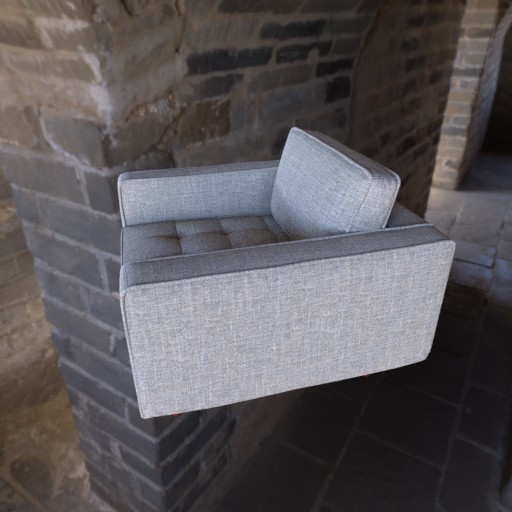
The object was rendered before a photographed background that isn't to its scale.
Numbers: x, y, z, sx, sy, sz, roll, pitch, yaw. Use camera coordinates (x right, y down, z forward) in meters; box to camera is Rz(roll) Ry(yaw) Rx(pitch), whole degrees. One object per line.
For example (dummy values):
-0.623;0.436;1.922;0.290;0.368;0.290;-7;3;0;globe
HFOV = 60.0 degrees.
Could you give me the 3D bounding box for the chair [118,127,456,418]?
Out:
0.000;0.000;1.558;0.914;0.765;0.889;-8;29;-14;chair
